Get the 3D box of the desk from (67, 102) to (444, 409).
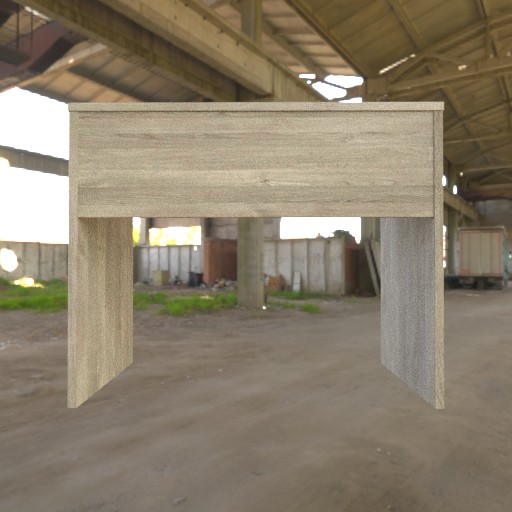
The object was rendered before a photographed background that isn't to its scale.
[{"bbox_3d":[0.000,0.000,1.296,0.893,0.724,0.498,0,-1,0],"label":"desk"}]
